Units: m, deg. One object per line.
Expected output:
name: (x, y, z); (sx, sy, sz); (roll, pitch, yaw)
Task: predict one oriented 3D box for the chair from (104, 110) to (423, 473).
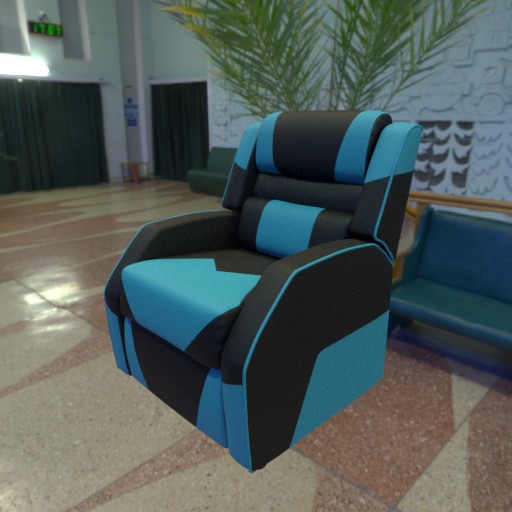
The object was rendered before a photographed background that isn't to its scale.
chair: (0.000, 0.000, 1.277); (0.672, 0.805, 0.620); (-16, 23, -42)
